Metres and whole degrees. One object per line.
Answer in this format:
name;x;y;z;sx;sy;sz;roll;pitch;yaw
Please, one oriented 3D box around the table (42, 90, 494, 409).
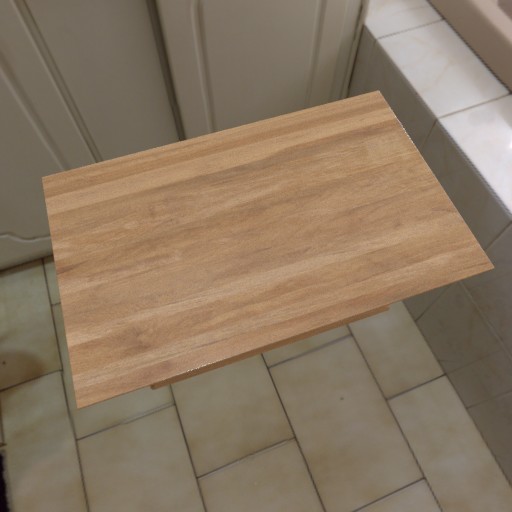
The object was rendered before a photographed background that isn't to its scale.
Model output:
table;0.000;0.000;1.437;1.100;0.441;0.692;-17;64;-9
